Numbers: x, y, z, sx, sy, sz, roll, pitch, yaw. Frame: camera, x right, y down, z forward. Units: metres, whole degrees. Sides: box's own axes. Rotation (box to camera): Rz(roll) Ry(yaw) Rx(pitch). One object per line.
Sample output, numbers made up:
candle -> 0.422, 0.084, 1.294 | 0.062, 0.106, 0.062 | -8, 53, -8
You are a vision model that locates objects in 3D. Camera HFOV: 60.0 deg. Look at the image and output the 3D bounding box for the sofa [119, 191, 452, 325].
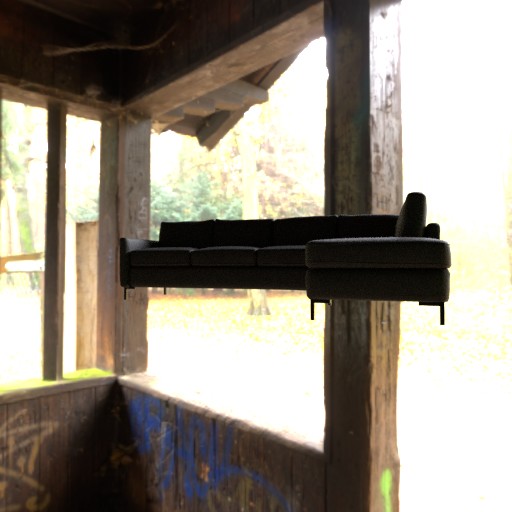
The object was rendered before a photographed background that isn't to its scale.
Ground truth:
sofa -> 0.000, 0.000, 3.892 | 2.972, 0.858, 1.984 | 0, -1, 18
